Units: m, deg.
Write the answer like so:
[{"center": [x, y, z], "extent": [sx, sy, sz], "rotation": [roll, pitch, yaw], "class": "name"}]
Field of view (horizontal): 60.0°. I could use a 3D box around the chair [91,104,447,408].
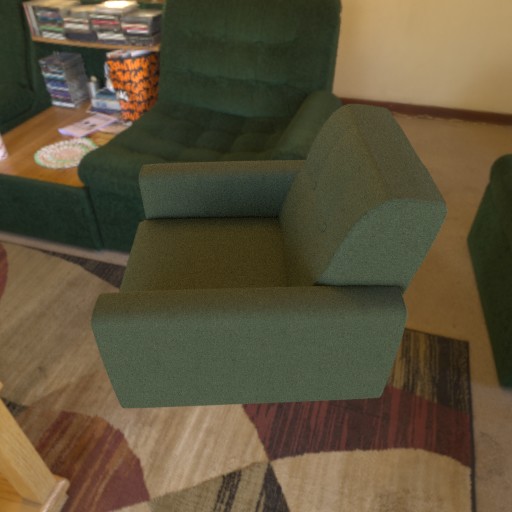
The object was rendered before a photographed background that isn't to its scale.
[{"center": [0.000, 0.000, 1.511], "extent": [0.909, 0.841, 0.831], "rotation": [-1, 41, -1], "class": "chair"}]
